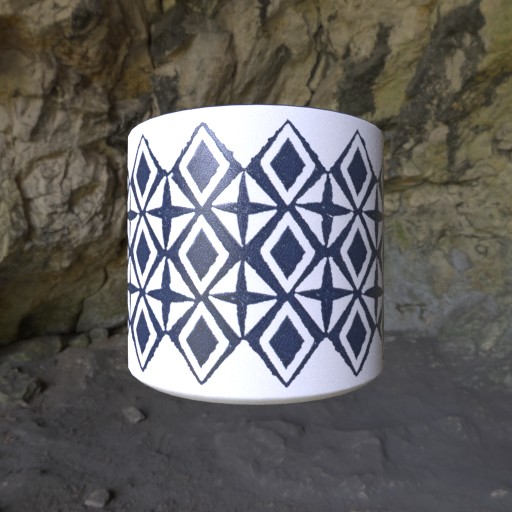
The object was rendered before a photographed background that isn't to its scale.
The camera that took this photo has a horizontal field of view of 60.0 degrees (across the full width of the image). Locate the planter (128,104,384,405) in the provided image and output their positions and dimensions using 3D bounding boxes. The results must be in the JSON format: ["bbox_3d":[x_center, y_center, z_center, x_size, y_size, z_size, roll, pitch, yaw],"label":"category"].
[{"bbox_3d":[0.000,0.000,0.327,0.182,0.165,0.182,0,0,0],"label":"planter"}]
